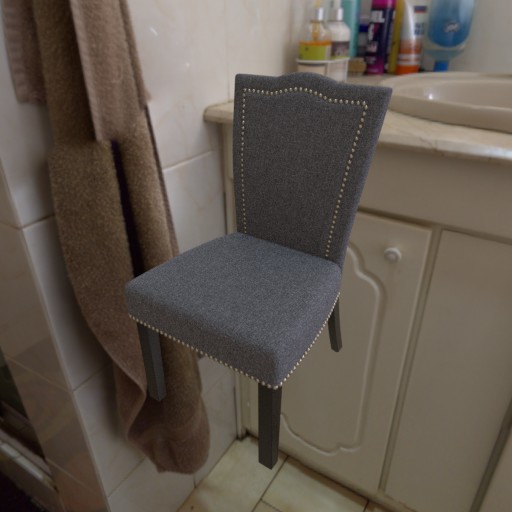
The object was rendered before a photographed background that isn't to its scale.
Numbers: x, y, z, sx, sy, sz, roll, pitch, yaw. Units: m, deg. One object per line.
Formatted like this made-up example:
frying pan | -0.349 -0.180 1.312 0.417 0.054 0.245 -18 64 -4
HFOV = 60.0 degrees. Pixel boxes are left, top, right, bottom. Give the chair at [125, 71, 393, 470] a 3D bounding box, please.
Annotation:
chair | 0.000 0.000 1.290 0.518 0.946 0.589 19 34 29
